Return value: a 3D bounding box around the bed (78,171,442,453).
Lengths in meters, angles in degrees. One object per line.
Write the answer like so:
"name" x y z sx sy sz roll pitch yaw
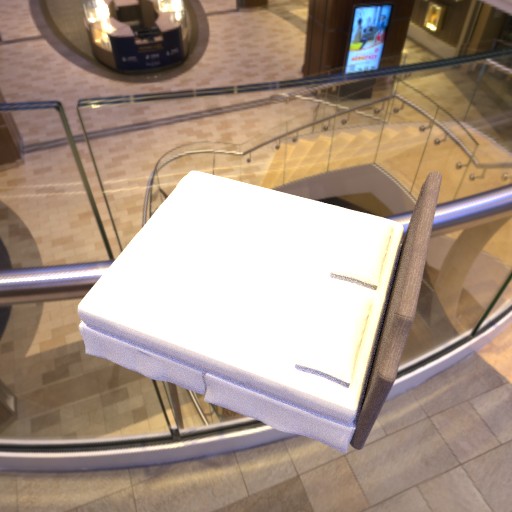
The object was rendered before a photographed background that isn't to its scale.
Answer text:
"bed" 0.000 0.000 4.185 2.773 1.590 2.350 17 49 15
